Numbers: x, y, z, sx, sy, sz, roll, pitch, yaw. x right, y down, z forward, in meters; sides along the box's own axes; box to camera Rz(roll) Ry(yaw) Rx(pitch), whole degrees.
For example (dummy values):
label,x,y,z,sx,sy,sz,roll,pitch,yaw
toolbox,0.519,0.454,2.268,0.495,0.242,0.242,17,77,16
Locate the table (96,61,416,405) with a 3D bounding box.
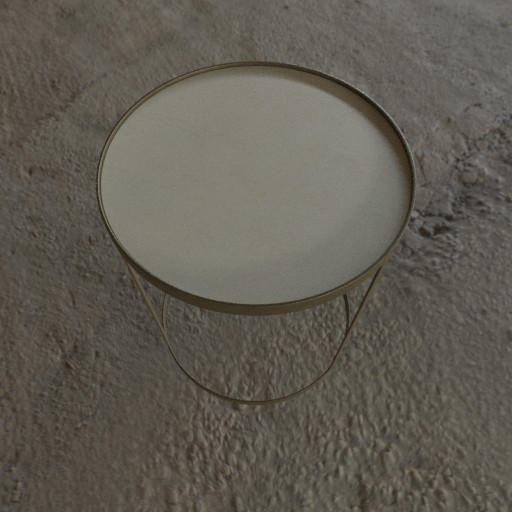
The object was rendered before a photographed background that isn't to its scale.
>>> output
label,x,y,z,sx,sy,sz,roll,pitch,yaw
table,0.000,0.000,0.917,0.480,0.565,0.480,0,60,0
